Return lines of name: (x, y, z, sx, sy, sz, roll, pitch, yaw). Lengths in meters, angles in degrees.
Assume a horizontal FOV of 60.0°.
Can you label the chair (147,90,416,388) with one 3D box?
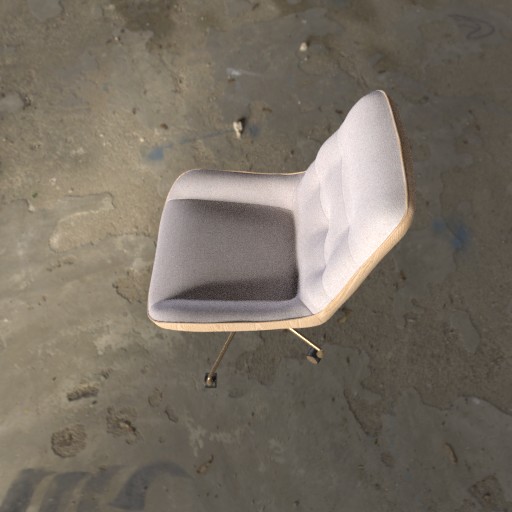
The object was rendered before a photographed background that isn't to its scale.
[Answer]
chair: (0.000, 0.000, 1.343, 0.668, 0.952, 0.564, 1, 59, 1)
